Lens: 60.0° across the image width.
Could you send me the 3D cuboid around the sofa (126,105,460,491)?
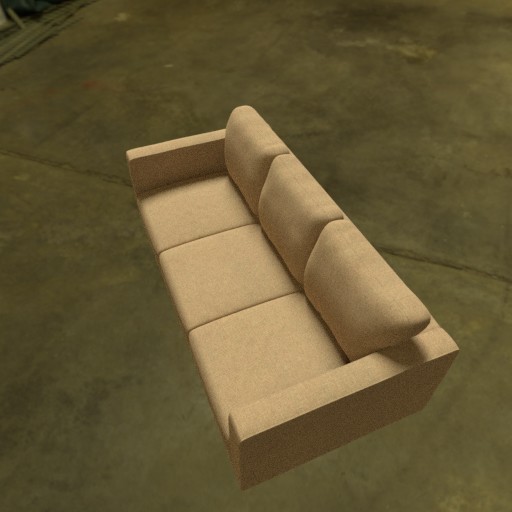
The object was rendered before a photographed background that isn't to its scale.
[{"bbox_3d":[0.000,0.000,2.288,0.930,0.800,1.855,-17,49,-16],"label":"sofa"}]
